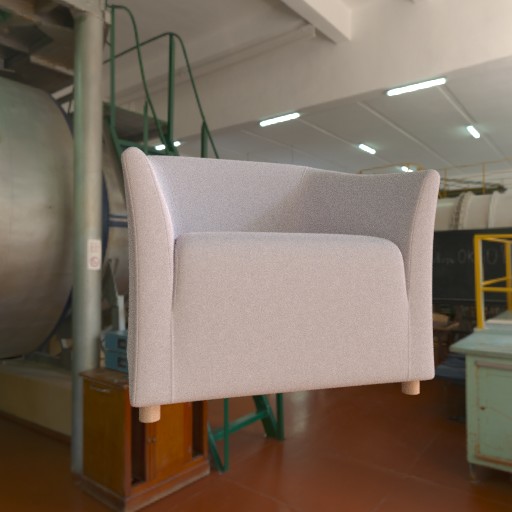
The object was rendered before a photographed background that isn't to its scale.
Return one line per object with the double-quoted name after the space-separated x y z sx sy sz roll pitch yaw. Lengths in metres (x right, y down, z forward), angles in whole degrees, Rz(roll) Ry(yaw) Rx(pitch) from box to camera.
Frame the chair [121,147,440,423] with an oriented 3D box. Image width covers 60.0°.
0.000 0.000 1.343 0.790 0.720 0.700 0 -1 -17 "chair"
